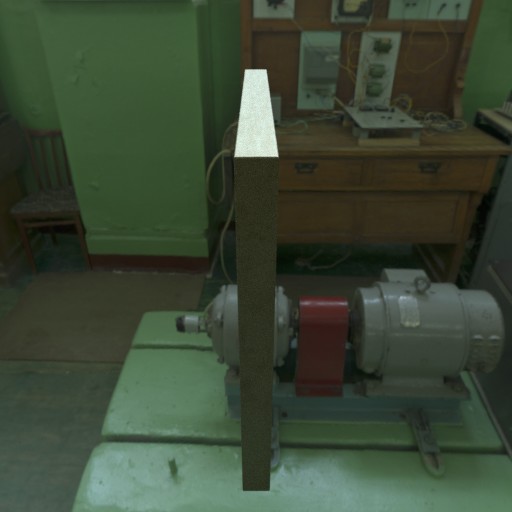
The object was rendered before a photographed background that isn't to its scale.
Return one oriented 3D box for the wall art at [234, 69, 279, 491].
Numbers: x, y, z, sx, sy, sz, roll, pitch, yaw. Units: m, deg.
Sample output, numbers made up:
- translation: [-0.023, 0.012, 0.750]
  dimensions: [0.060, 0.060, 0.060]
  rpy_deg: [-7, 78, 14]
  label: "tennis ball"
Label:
- translation: [0.000, 0.000, 0.738]
  dimensions: [0.040, 0.506, 0.503]
  rpy_deg: [0, 31, 0]
  label: "wall art"
